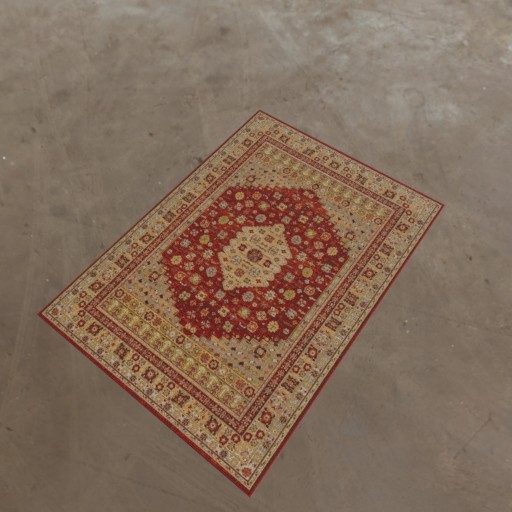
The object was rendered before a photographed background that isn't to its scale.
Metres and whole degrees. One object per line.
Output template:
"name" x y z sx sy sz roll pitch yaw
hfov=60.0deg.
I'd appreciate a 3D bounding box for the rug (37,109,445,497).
"rug" 0.000 0.000 2.843 1.593 0.013 2.211 33 64 18
